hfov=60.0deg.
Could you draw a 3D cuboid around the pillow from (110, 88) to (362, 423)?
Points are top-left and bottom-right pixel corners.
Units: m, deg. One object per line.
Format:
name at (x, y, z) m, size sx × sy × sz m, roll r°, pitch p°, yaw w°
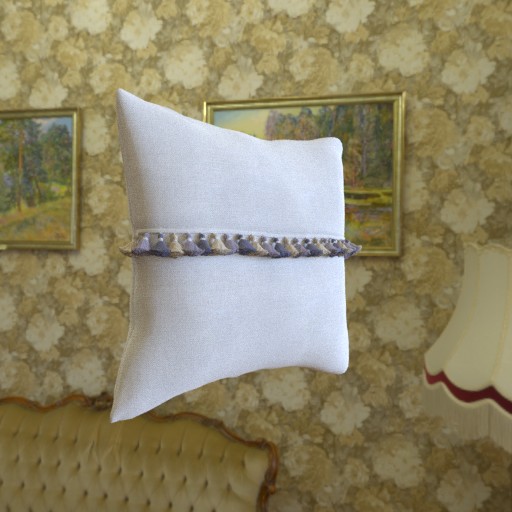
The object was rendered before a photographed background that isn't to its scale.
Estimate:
pillow at (0.000, 0.000, 0.761) m, size 0.489 × 0.481 × 0.165 m, roll 0°, pitch 0°, yaw -36°
